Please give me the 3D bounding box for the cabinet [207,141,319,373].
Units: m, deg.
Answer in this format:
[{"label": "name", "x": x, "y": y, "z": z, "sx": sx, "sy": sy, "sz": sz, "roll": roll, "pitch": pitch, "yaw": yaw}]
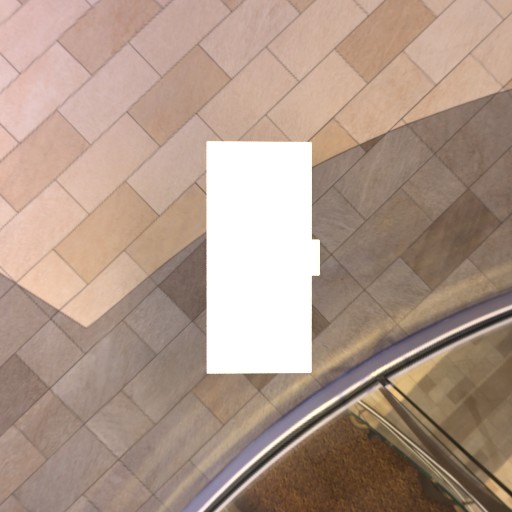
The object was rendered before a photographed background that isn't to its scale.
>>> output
[{"label": "cabinet", "x": 0.000, "y": 0.000, "z": 1.811, "sx": 0.255, "sy": 1.630, "sz": 0.520, "roll": 0, "pitch": 90, "yaw": -1}]
